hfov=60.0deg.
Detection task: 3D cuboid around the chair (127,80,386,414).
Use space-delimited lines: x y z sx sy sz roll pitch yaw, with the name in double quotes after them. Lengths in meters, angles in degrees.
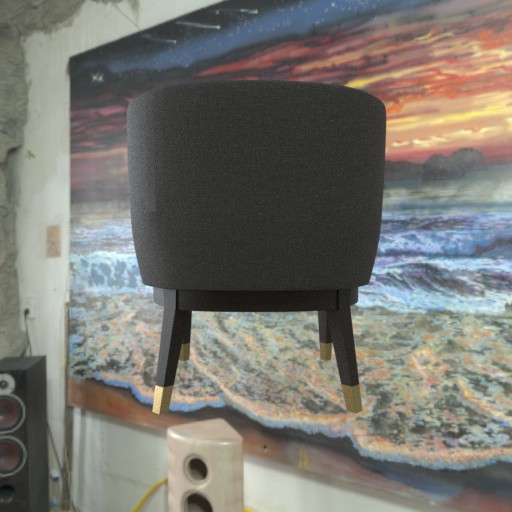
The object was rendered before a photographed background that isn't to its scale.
0.000 0.000 1.210 0.639 0.695 0.698 0 1 -1 "chair"
